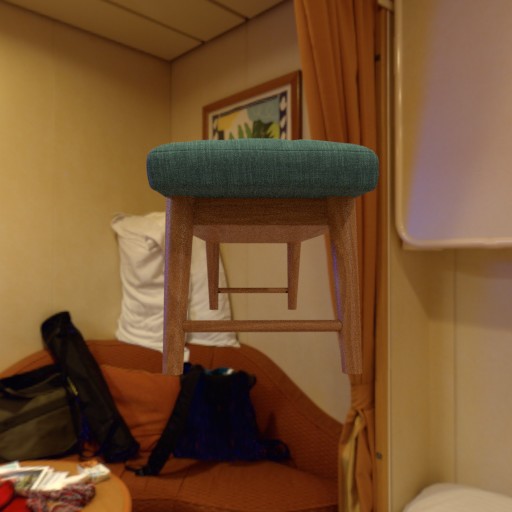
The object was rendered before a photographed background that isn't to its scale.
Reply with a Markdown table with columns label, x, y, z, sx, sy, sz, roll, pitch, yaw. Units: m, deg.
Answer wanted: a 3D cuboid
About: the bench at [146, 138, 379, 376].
| label | x | y | z | sx | sy | sz | roll | pitch | yaw |
| --- | --- | --- | --- | --- | --- | --- | --- | --- | --- |
| bench | 0.000 | 0.000 | 1.319 | 0.406 | 0.432 | 1.118 | 0 | -1 | -1 |
